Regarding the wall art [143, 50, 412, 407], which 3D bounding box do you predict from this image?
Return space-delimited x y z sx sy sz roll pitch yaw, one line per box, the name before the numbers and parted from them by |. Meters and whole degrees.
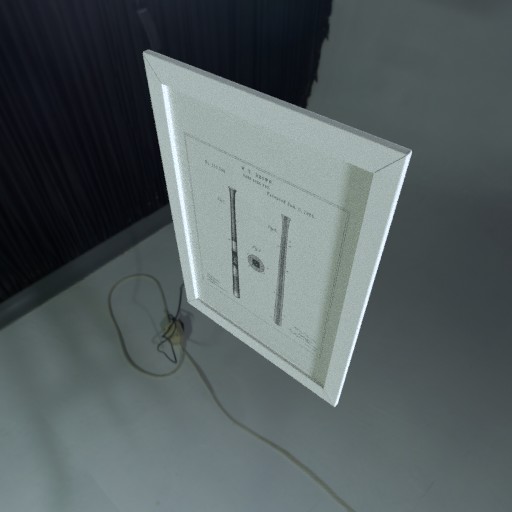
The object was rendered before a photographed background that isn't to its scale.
wall art | 0.000 0.000 0.688 0.374 0.529 0.012 31 53 26
